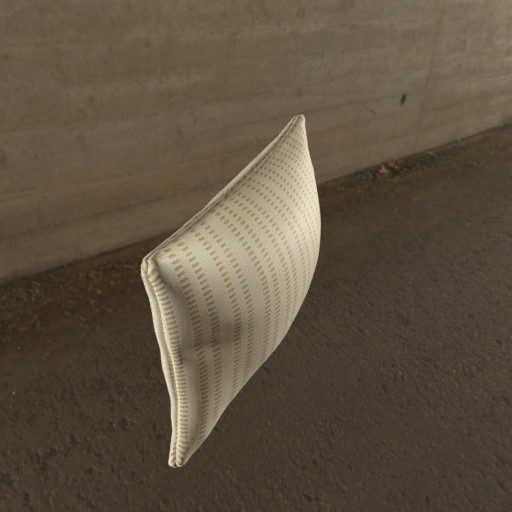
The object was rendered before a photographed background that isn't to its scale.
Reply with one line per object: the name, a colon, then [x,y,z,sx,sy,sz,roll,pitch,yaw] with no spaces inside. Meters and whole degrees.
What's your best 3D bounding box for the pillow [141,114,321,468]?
pillow: [0.000,0.000,0.792,0.210,0.353,0.640,10,33,16]
